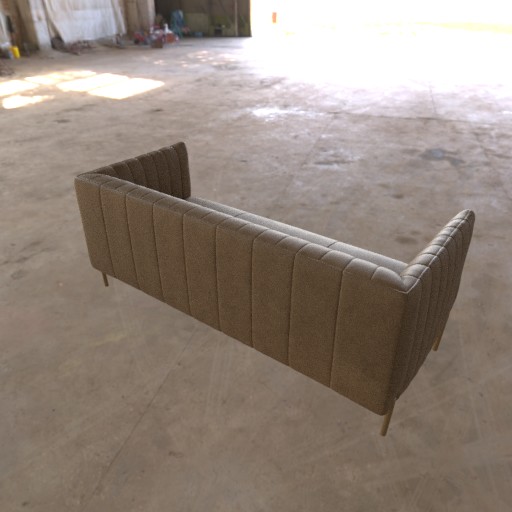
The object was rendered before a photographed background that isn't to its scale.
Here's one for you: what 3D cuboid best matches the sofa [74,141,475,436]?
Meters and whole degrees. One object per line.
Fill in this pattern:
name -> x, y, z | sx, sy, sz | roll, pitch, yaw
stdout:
sofa -> 0.000, 0.000, 2.440 | 1.980, 0.779, 0.876 | 21, 36, 31
